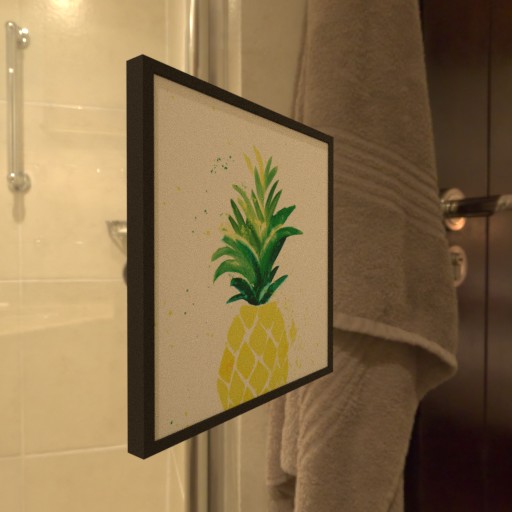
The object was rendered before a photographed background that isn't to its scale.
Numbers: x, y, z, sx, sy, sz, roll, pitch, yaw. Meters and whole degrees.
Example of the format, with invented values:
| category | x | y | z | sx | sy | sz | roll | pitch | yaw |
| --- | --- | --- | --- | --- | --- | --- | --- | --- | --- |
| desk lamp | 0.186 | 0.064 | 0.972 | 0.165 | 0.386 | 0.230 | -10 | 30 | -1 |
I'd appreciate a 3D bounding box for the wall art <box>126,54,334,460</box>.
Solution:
| category | x | y | z | sx | sy | sz | roll | pitch | yaw |
| --- | --- | --- | --- | --- | --- | --- | --- | --- | --- |
| wall art | 0.000 | 0.000 | 0.766 | 0.033 | 0.507 | 0.508 | 1 | 1 | 37 |
